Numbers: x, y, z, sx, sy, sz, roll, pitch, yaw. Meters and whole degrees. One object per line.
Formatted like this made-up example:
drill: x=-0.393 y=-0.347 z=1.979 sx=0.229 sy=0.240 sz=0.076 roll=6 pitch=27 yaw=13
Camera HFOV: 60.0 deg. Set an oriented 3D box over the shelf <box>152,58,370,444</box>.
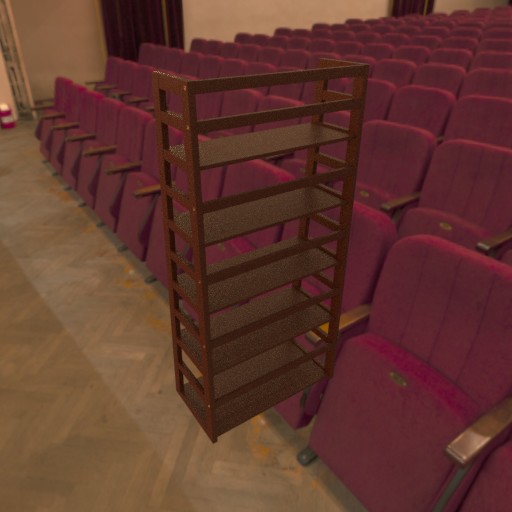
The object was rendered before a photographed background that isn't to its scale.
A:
shelf: x=0.000 y=0.000 z=2.016 sx=0.763 sy=1.600 sz=0.403 roll=-19 pitch=34 yaw=-29
